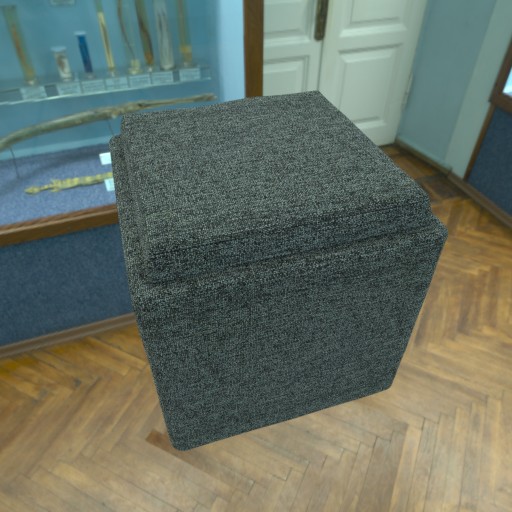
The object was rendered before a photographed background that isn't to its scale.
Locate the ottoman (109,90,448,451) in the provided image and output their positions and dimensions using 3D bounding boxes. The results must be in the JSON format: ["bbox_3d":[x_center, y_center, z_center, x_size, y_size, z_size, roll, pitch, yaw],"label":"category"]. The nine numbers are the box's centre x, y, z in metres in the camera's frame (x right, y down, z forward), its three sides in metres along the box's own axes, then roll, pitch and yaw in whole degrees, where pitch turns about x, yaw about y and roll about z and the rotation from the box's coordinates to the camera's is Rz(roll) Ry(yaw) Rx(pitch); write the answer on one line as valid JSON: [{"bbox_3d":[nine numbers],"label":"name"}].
[{"bbox_3d":[0.000,0.000,0.839,0.450,0.463,0.450,-12,44,-13],"label":"ottoman"}]
